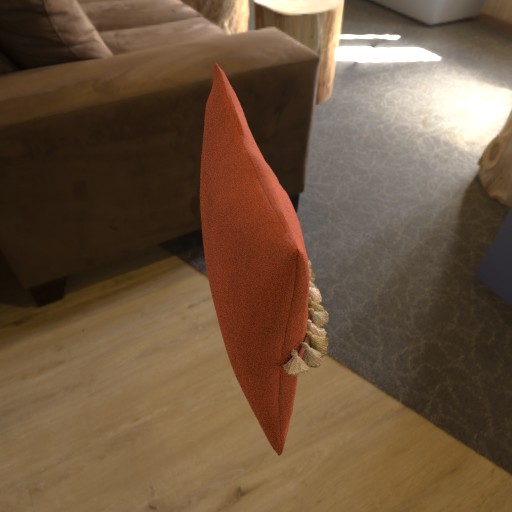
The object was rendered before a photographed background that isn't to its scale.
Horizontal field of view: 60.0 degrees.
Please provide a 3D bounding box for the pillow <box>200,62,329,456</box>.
[{"bbox_3d":[0.000,0.000,0.752,0.165,0.482,0.490,-10,46,-9],"label":"pillow"}]
